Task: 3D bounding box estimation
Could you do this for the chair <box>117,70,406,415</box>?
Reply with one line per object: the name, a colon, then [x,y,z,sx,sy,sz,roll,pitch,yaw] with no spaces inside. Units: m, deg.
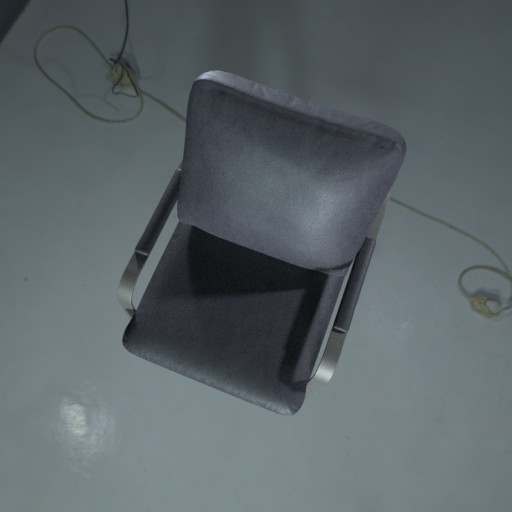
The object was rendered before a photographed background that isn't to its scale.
chair: [0.000,0.000,1.470,0.692,0.839,0.878,21,76,5]
